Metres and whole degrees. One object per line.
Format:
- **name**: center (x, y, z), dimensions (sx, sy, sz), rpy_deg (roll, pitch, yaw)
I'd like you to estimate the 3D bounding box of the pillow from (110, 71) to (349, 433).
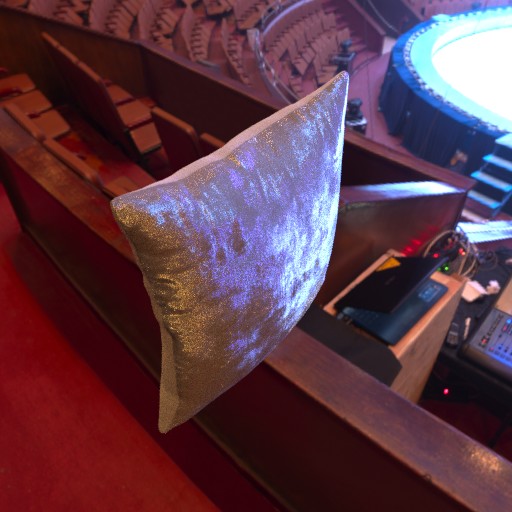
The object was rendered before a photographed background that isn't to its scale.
- **pillow**: center (0.000, 0.000, 0.706), dimensions (0.175, 0.464, 0.470), rpy_deg (27, 47, 28)
